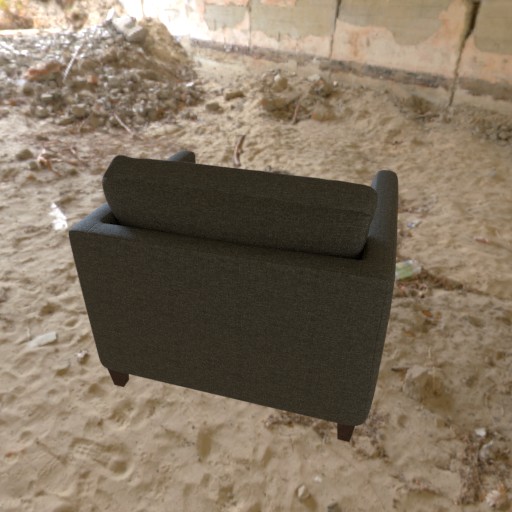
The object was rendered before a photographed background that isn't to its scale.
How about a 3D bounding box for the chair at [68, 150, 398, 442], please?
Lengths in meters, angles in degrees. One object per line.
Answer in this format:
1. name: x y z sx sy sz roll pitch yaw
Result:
1. chair: 0.000 0.000 1.896 1.107 0.963 0.959 9 32 14
